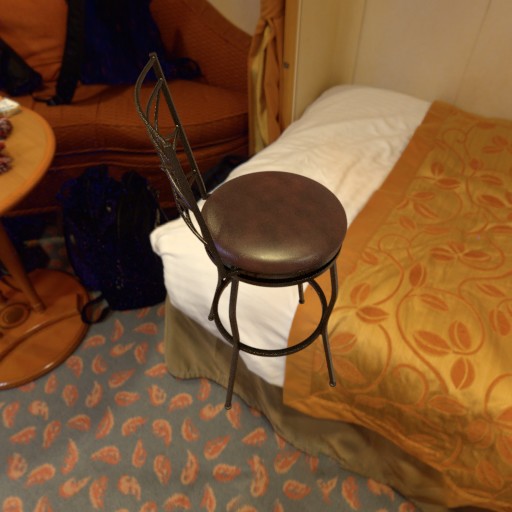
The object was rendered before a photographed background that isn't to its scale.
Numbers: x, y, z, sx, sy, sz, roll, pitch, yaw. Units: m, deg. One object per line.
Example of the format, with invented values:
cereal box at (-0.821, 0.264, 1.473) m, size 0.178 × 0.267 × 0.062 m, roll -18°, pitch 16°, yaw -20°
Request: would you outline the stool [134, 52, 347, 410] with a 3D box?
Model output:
stool at (0.000, 0.000, 1.387) m, size 0.534 × 1.117 × 0.434 m, roll -9°, pitch 47°, yaw -9°
